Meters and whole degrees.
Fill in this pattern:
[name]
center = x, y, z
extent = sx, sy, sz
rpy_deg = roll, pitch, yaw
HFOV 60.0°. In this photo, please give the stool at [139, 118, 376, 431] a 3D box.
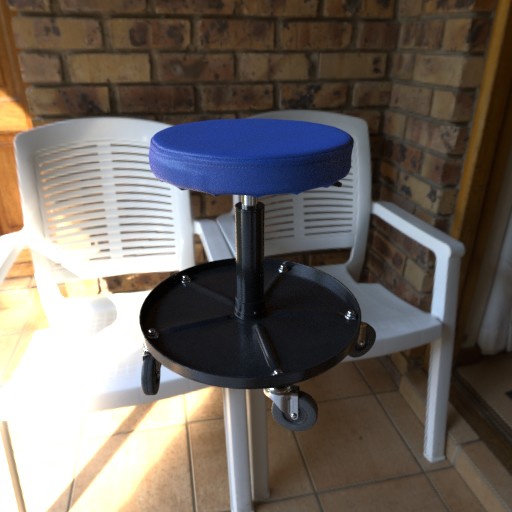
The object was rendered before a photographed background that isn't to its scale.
[stool]
center = 0.000, 0.000, 0.671
extent = 0.382, 0.365, 0.381
rpy_deg = -8, 27, -16
